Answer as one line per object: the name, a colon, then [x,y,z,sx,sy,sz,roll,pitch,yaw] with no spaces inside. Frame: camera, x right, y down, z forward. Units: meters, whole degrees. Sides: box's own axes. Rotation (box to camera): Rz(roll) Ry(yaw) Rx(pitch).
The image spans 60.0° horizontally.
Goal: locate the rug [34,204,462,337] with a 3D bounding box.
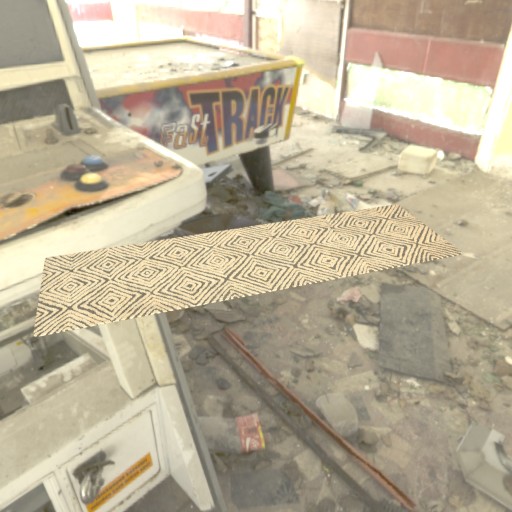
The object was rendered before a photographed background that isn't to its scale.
rug: [0.000,0.000,2.518,2.277,0.008,0.676,-10,34,-15]
